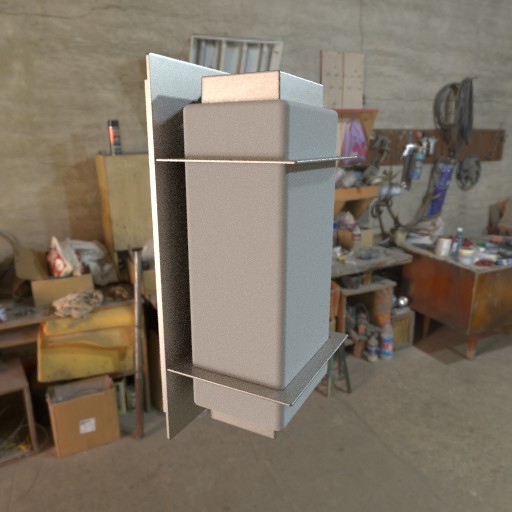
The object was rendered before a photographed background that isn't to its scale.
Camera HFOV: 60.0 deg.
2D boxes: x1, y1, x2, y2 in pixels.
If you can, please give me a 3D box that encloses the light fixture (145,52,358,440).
[{"bbox_3d":[0.000,0.000,0.467,0.160,0.380,0.168,7,16,27],"label":"light fixture"}]
